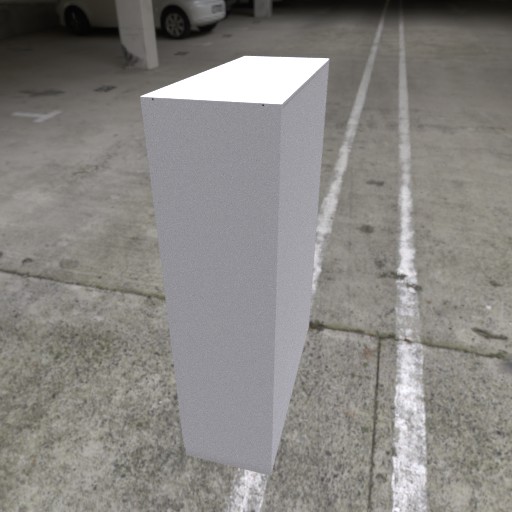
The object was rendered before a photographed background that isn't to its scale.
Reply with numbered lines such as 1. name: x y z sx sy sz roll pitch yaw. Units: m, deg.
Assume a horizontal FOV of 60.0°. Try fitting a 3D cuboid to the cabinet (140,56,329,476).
1. cabinet: 0.000 0.000 2.480 0.510 1.910 1.290 8 31 13
